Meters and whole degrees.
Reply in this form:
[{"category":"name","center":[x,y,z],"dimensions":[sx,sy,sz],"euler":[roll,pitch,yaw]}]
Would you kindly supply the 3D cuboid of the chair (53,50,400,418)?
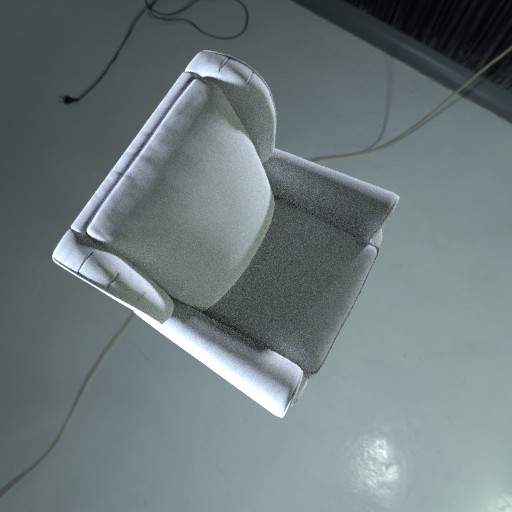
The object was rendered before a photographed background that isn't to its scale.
[{"category":"chair","center":[0.000,0.000,1.662],"dimensions":[0.854,0.967,0.906],"euler":[29,76,8]}]
